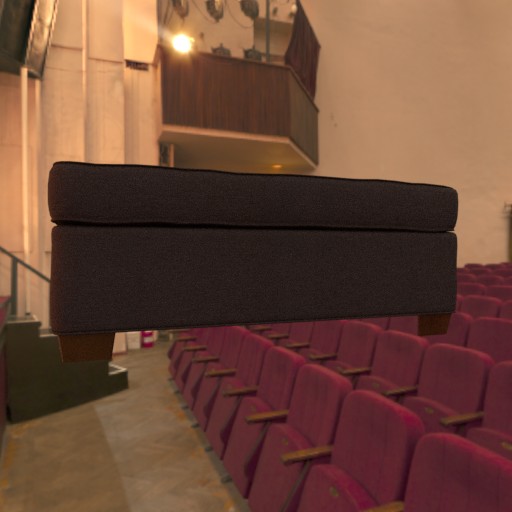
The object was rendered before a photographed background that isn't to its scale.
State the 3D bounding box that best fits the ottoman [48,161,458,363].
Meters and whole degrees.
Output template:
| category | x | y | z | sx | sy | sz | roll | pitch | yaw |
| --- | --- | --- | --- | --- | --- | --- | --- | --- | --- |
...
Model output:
| category | x | y | z | sx | sy | sz | roll | pitch | yaw |
| --- | --- | --- | --- | --- | --- | --- | --- | --- | --- |
| ottoman | 0.000 | 0.000 | 1.341 | 1.110 | 0.460 | 0.515 | 0 | 1 | -19 |
